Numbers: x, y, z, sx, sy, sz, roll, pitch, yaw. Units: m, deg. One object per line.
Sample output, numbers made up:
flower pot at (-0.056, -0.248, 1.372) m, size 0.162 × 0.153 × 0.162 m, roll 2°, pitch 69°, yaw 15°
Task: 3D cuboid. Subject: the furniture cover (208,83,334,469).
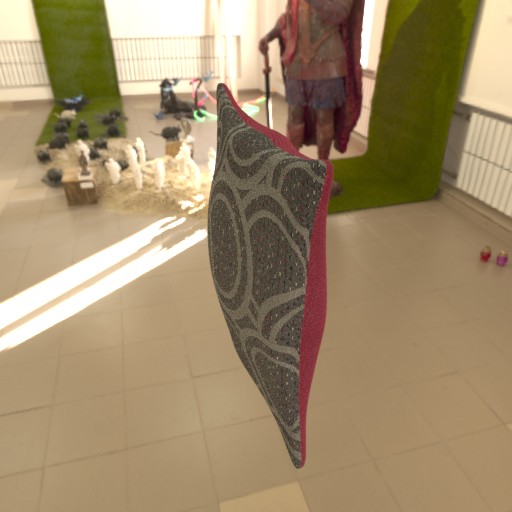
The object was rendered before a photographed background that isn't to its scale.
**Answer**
furniture cover at (0.000, 0.000, 0.796) m, size 0.163 × 0.513 × 0.514 m, roll -8°, pitch 32°, yaw -14°
